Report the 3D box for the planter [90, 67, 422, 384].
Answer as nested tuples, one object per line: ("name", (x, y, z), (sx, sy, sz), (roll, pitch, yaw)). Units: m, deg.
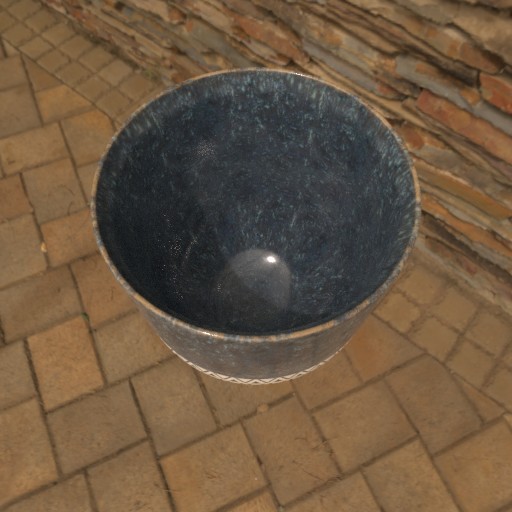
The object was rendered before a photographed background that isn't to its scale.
("planter", (0.000, 0.000, 0.479), (0.266, 0.270, 0.266), (0, 63, 0))
